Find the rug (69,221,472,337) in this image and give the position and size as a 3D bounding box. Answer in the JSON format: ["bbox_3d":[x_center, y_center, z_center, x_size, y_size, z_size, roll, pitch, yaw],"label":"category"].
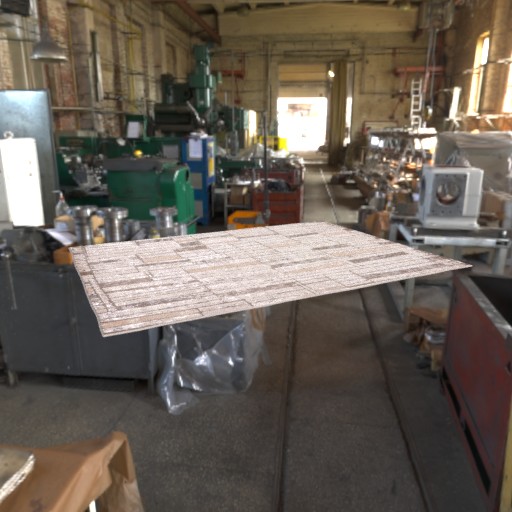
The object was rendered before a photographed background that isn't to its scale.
[{"bbox_3d":[0.000,0.000,4.507,3.357,0.019,2.449,-8,17,-26],"label":"rug"}]
